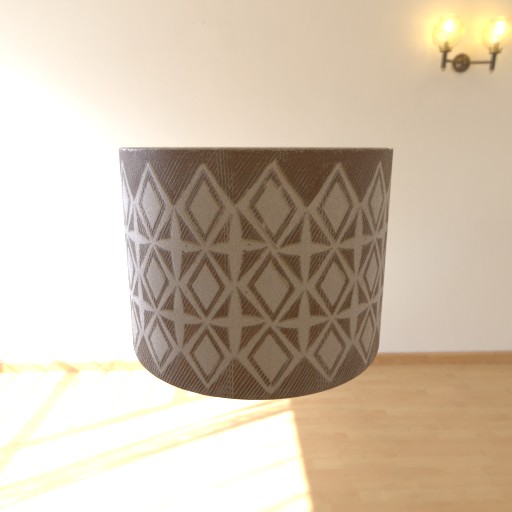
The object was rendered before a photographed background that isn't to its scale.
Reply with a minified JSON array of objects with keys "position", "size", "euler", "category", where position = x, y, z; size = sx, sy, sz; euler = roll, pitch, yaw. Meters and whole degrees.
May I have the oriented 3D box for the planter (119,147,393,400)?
[{"position":[0.000,0.000,0.345],"size":[0.193,0.165,0.193],"euler":[0,14,0],"category":"planter"}]
